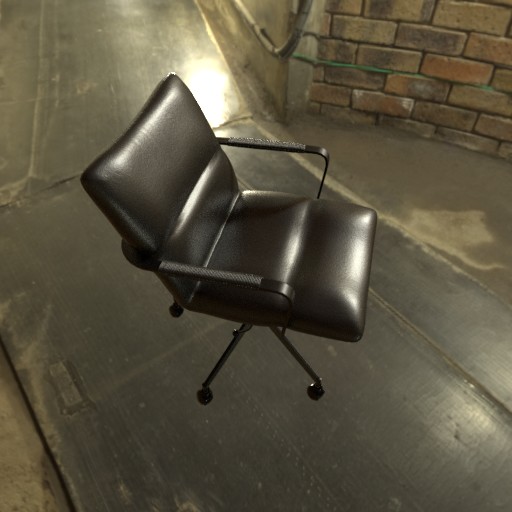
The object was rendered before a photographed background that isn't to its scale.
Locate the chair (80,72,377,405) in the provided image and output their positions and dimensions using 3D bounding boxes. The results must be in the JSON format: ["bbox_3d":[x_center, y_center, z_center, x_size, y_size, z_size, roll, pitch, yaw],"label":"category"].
[{"bbox_3d":[0.000,0.000,1.475,0.748,0.922,0.719,11,48,10],"label":"chair"}]
